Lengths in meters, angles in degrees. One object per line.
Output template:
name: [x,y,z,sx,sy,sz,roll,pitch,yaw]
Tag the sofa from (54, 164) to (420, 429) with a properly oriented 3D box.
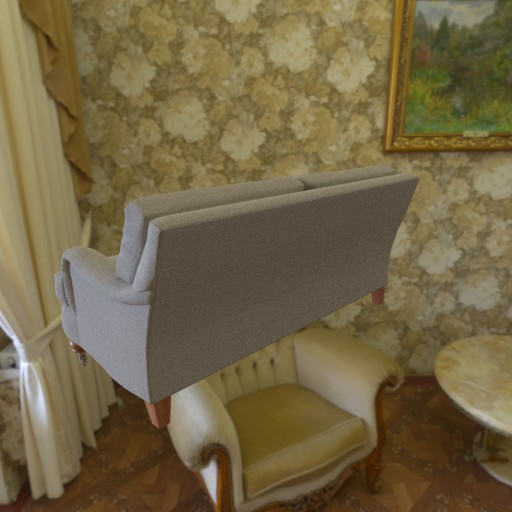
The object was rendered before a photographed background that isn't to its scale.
sofa: [0.000,0.000,2.786,1.087,1.054,2.160,16,23,42]
